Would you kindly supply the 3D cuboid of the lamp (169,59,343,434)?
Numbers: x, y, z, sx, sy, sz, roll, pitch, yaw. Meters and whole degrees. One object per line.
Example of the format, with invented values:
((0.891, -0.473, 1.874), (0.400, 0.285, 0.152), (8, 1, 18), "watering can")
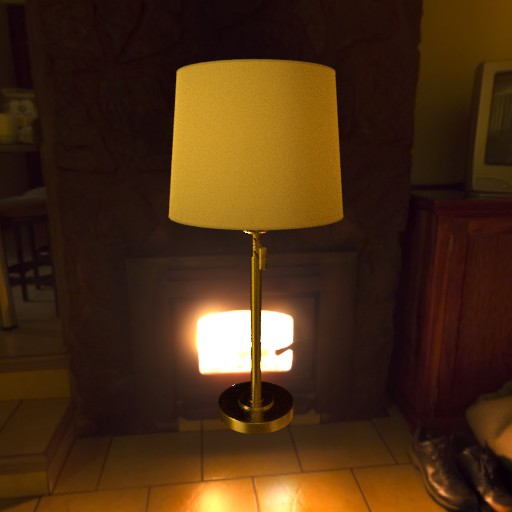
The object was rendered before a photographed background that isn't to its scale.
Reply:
((0.000, 0.000, 0.880), (0.333, 0.696, 0.333), (0, 14, 0), "lamp")
